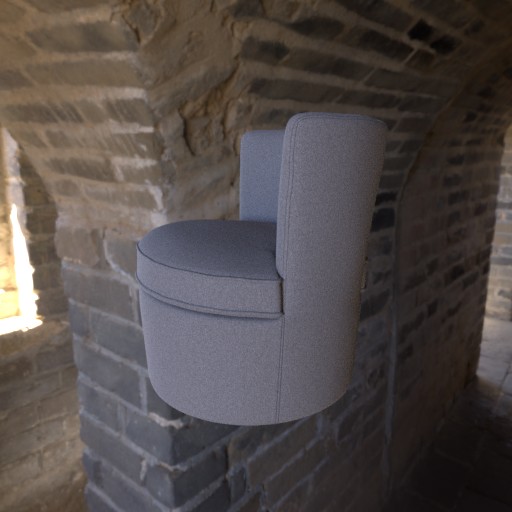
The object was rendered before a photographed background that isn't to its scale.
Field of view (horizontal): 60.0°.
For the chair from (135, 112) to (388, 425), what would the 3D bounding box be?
[{"bbox_3d":[0.000,0.000,1.247,0.660,0.719,0.689,-2,13,-9],"label":"chair"}]
